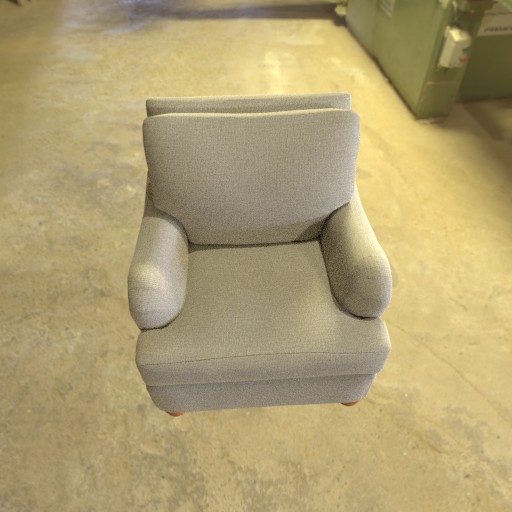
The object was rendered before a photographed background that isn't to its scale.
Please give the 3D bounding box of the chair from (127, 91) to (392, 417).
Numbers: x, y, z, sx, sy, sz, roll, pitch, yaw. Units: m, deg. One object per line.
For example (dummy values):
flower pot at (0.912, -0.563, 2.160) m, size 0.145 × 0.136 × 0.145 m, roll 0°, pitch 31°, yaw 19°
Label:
chair at (0.000, 0.000, 1.894) m, size 0.955 × 1.038 × 1.070 m, roll -3°, pitch 47°, yaw -2°
